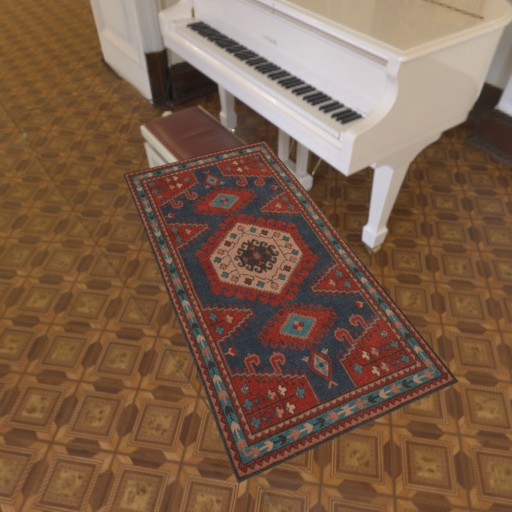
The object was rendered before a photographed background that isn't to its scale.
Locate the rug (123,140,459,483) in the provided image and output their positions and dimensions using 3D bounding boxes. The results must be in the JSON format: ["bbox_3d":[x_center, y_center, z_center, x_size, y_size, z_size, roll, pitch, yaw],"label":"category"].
[{"bbox_3d":[0.000,0.000,3.574,1.522,0.034,3.032,-18,50,-16],"label":"rug"}]
